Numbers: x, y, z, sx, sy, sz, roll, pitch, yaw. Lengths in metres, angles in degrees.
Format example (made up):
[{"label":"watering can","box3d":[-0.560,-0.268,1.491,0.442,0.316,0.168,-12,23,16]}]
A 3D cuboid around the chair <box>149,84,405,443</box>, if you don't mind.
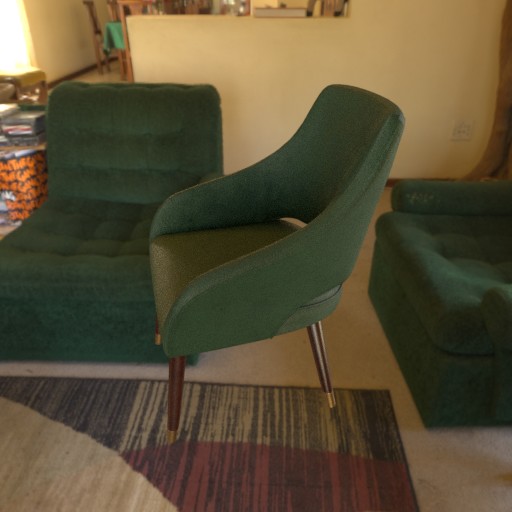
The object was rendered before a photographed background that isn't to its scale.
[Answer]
[{"label":"chair","box3d":[0.000,0.000,1.587,0.794,1.081,0.683,-8,32,-13]}]
